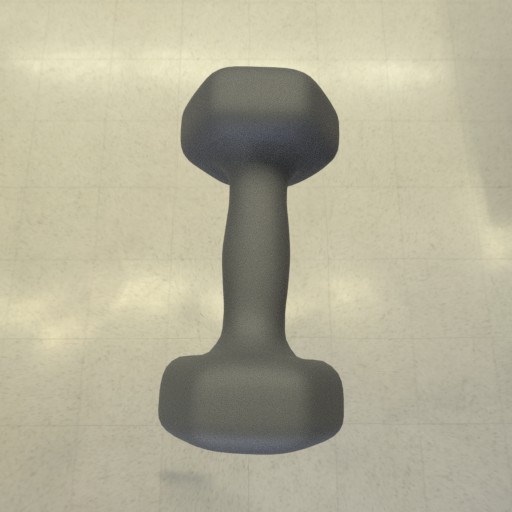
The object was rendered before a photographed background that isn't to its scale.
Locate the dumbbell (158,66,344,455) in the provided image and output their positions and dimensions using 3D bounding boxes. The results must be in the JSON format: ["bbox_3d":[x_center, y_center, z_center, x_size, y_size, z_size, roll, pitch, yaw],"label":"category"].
[{"bbox_3d":[0.000,0.000,0.297,0.116,0.105,0.240,2,76,1],"label":"dumbbell"}]
